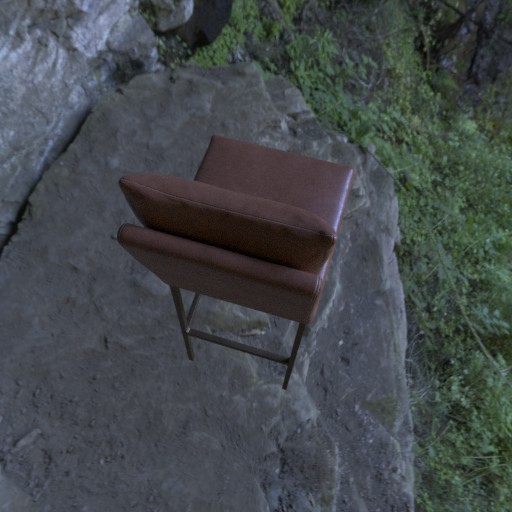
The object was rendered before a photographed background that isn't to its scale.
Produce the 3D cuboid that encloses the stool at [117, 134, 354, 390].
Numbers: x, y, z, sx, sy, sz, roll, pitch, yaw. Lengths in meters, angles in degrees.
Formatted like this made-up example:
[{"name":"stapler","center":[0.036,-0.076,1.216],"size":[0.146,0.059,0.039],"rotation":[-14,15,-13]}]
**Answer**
[{"name":"stool","center":[0.000,0.000,1.420],"size":[0.463,1.124,0.571],"rotation":[15,64,8]}]
